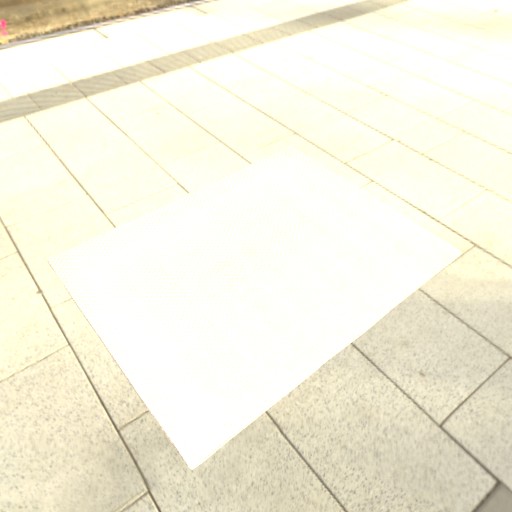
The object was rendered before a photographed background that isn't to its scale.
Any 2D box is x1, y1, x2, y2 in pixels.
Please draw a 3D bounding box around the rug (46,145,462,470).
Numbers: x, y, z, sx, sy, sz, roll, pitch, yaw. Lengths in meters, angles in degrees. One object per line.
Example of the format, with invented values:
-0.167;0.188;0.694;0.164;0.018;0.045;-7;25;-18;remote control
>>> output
0.000;0.000;3.903;2.897;0.035;2.277;-31;53;-26;rug
